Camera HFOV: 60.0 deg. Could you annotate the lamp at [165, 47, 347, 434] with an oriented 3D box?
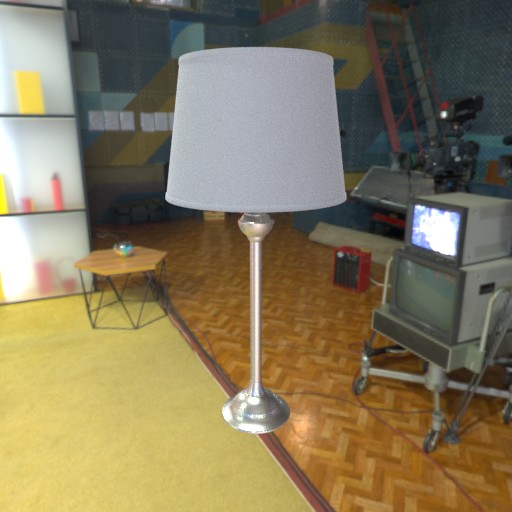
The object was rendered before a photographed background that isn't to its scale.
[{"bbox_3d":[0.000,0.000,0.857,0.331,0.698,0.331,0,16,0],"label":"lamp"}]
